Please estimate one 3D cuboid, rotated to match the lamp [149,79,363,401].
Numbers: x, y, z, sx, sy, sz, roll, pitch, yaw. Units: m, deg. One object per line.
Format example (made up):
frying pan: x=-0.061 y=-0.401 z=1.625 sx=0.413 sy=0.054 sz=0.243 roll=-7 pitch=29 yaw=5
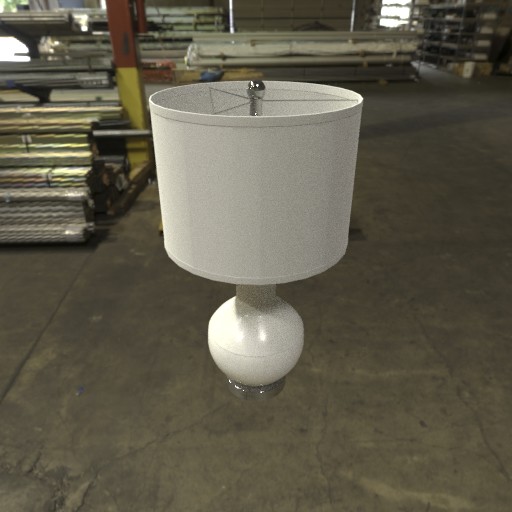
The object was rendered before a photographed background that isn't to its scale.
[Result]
lamp: x=0.000 y=0.000 z=0.901 sx=0.357 sy=0.673 sz=0.357 roll=-1 pitch=29 yaw=-2
